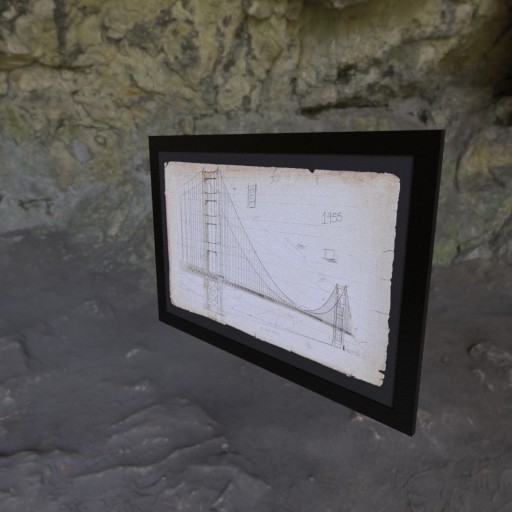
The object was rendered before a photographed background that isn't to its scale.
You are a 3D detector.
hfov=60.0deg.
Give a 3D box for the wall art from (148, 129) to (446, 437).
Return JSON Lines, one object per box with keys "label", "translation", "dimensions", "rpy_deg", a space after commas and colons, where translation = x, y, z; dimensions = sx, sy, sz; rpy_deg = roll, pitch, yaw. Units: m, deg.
{"label": "wall art", "translation": [0.000, 0.000, 0.839], "dimensions": [0.660, 0.447, 0.013], "rpy_deg": [13, 19, 42]}
